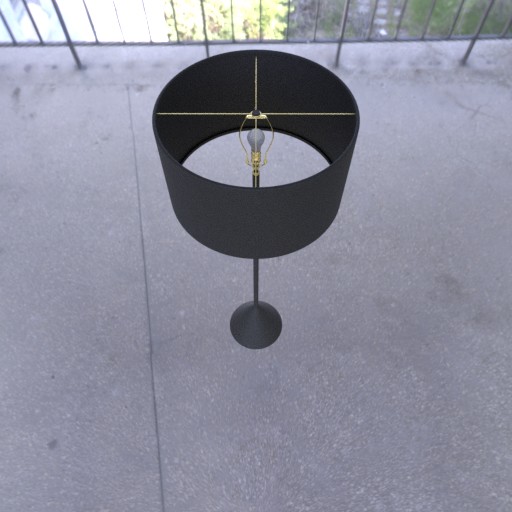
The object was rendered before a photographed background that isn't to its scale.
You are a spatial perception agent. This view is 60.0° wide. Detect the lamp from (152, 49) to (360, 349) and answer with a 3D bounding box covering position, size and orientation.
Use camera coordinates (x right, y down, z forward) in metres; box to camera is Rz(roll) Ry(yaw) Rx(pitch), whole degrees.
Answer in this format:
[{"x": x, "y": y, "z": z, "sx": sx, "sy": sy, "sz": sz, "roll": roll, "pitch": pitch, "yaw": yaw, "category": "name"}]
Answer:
[{"x": 0.000, "y": 0.000, "z": 1.886, "sx": 0.580, "sy": 1.526, "sz": 0.580, "roll": 0, "pitch": 58, "yaw": 0, "category": "lamp"}]
